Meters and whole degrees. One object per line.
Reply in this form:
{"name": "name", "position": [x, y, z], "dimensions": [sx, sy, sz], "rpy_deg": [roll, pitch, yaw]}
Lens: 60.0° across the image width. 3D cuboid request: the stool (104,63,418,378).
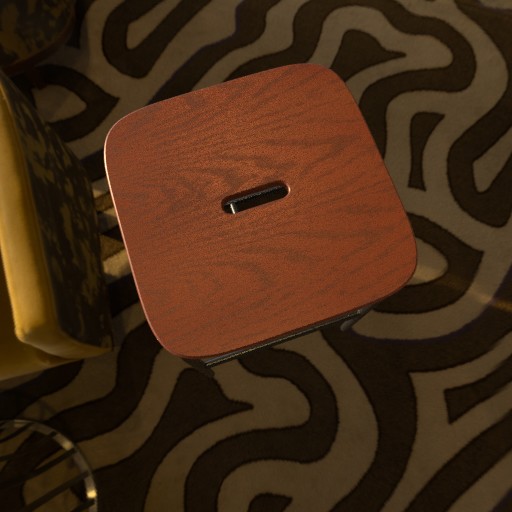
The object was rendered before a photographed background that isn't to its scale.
{"name": "stool", "position": [0.000, 0.000, 0.874], "dimensions": [0.376, 0.610, 0.376], "rpy_deg": [-18, 76, -5]}
